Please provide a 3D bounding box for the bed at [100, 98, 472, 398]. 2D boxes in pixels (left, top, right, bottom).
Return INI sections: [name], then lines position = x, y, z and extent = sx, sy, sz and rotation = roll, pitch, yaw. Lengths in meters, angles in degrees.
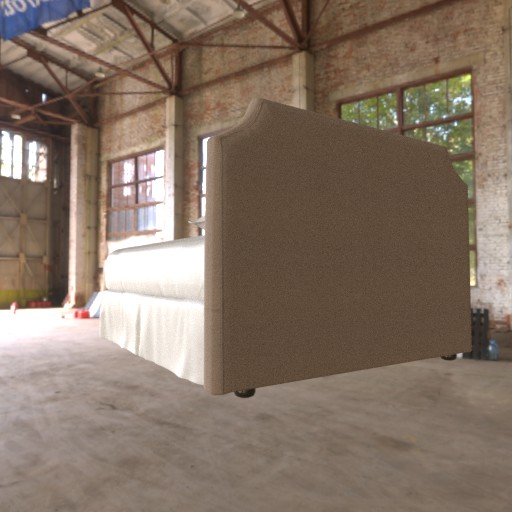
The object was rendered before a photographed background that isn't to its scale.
[bed]
position = 0.000, 0.000, 3.172
extent = 1.828, 1.303, 2.164
rotation = 1, -3, -33
